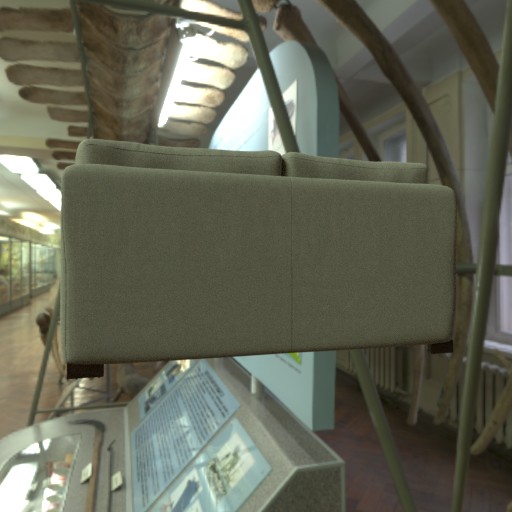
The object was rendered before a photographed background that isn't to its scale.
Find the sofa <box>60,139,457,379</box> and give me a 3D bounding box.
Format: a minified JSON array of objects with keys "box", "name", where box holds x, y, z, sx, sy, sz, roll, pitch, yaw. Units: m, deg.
[{"box":[0.000,0.000,2.401,1.855,0.980,0.962,0,-1,-17],"name":"sofa"}]
